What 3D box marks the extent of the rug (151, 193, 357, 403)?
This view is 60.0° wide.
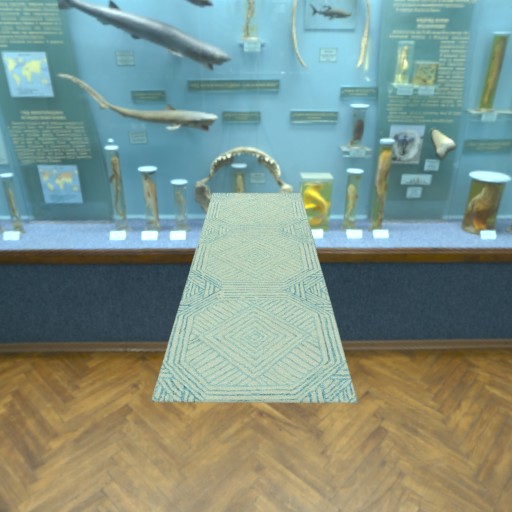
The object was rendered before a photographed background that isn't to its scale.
[{"bbox_3d":[0.000,0.000,2.747,0.775,0.012,2.452,0,26,0],"label":"rug"}]
